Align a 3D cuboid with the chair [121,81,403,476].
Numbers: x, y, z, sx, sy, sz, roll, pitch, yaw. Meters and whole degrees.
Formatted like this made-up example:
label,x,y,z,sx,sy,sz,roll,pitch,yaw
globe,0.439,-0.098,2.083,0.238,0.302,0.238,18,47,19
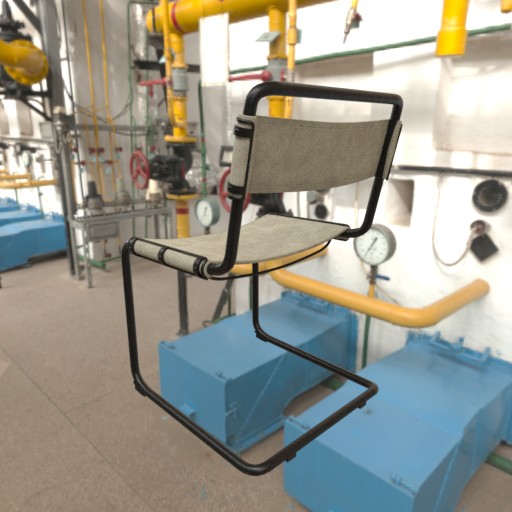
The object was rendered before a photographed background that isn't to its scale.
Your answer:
label,x,y,z,sx,sy,sz,roll,pitch,yaw
chair,0.000,0.000,1.092,0.499,0.747,0.497,-15,21,-42
